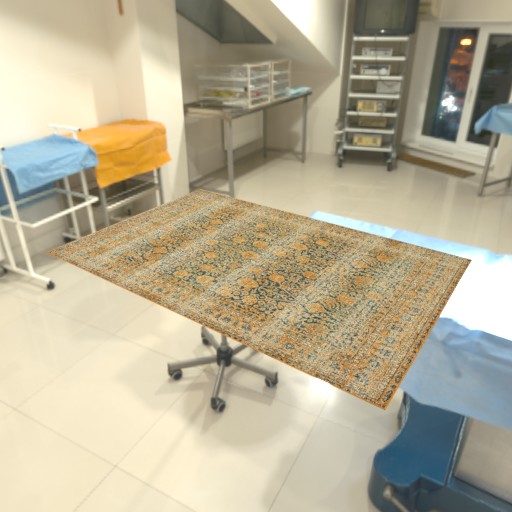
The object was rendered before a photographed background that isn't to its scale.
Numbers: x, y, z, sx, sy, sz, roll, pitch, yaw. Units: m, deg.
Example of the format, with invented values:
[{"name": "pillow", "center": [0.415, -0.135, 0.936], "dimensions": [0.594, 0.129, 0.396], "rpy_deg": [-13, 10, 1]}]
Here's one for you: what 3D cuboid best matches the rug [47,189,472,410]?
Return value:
[{"name": "rug", "center": [0.000, 0.000, 2.902], "dimensions": [2.336, 0.007, 1.525], "rpy_deg": [18, 33, 31]}]
